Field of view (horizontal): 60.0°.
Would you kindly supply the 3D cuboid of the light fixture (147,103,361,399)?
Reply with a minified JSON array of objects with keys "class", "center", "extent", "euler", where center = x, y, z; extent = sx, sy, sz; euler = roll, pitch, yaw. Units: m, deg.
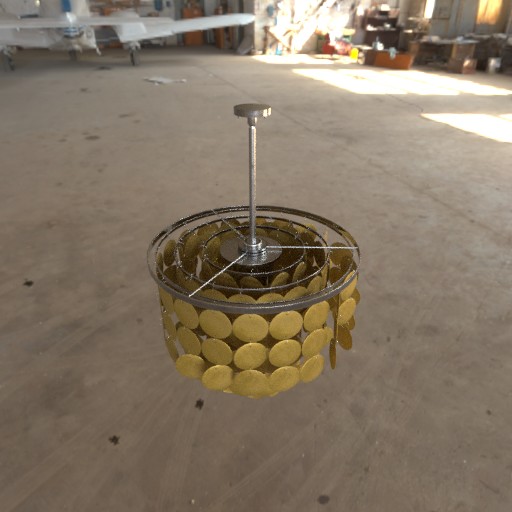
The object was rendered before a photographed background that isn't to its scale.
[{"class":"light fixture","center":[0.000,0.000,0.757],"extent":[0.368,0.492,0.368],"euler":[0,29,0]}]
